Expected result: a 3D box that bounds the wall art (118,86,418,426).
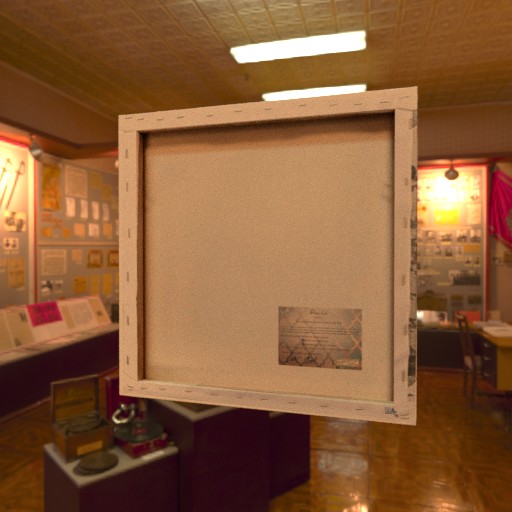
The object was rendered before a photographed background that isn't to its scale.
[{"bbox_3d":[0.000,0.000,0.892,0.609,0.607,0.036,0,1,16],"label":"wall art"}]
